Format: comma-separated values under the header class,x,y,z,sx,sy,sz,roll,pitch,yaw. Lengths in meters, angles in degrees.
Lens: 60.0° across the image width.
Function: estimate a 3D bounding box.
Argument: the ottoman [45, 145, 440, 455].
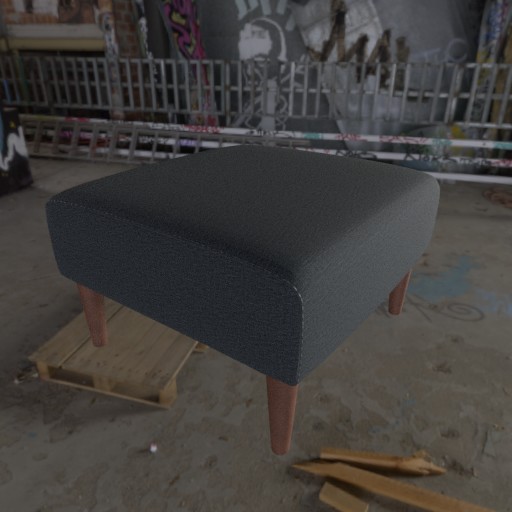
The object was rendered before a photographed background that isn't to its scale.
class,x,y,z,sx,sy,sz,roll,pitch,yaw
ottoman,0.000,0.000,1.039,0.649,0.398,0.650,18,31,32
